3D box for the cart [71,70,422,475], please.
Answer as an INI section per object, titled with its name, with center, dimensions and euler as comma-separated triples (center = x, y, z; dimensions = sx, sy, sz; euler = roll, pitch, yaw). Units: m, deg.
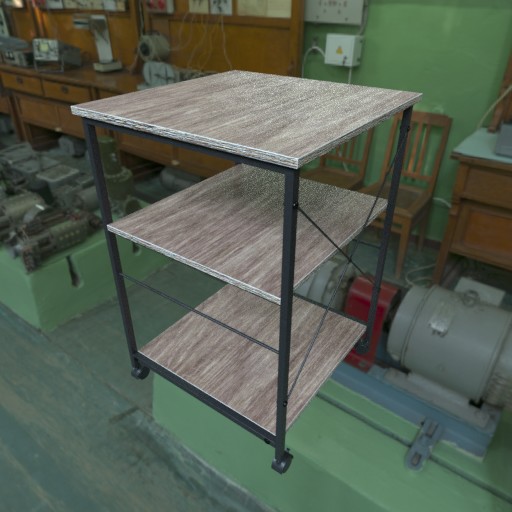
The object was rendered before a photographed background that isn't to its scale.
[cart]
center = 0.000, 0.000, 1.117
dimensions = 0.520, 0.762, 0.521
euler = 21, 37, 30
